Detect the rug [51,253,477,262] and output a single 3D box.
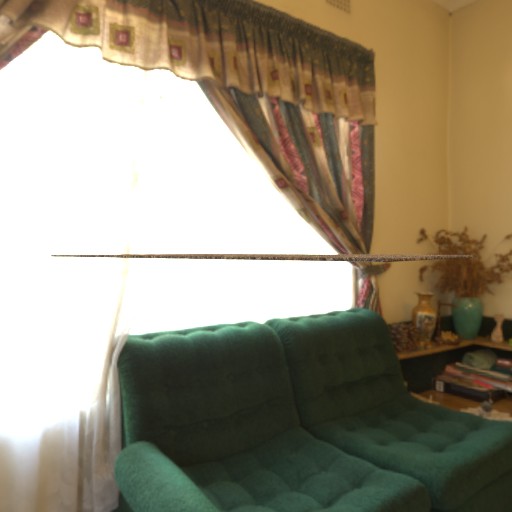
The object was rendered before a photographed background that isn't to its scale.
[{"bbox_3d":[0.000,0.000,2.241,1.808,0.011,1.189,1,1,37],"label":"rug"}]
